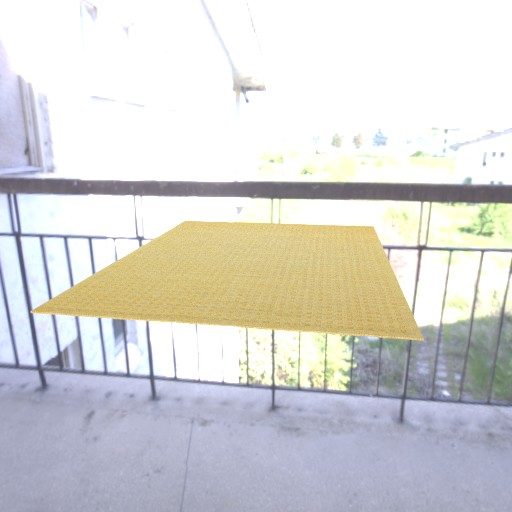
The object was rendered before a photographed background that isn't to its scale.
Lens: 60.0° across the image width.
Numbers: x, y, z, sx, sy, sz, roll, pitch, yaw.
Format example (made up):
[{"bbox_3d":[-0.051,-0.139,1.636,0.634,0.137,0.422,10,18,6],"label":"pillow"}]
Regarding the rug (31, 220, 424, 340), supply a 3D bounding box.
[{"bbox_3d":[0.000,0.000,4.278,2.486,0.015,3.242,3,16,9],"label":"rug"}]
